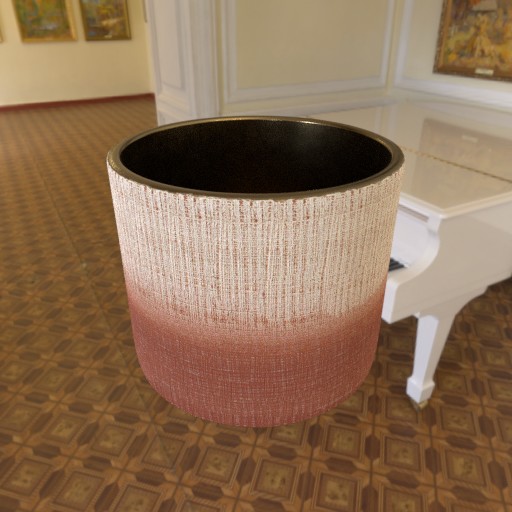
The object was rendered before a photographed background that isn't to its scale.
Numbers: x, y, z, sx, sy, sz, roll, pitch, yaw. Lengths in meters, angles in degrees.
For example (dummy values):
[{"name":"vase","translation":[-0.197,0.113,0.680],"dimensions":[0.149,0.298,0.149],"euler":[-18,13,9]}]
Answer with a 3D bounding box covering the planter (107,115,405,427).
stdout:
[{"name":"planter","translation":[0.000,0.000,0.437],"dimensions":[0.254,0.221,0.254],"euler":[0,29,0]}]
